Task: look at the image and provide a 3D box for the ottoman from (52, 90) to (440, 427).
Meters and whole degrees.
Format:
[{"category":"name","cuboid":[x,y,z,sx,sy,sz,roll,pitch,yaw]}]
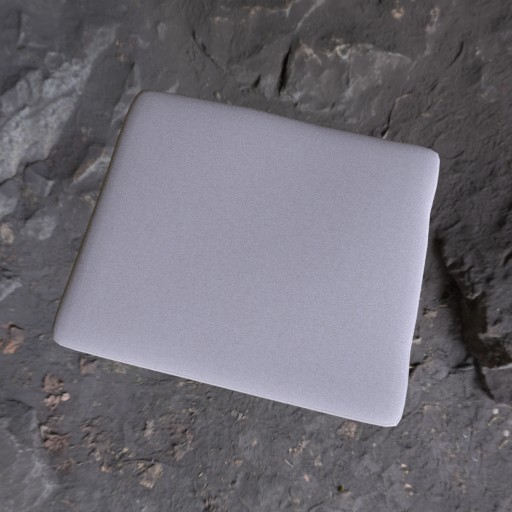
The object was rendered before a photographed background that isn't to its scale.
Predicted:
[{"category":"ottoman","cuboid":[0.000,0.000,1.453,0.976,0.492,0.836,13,76,3]}]
